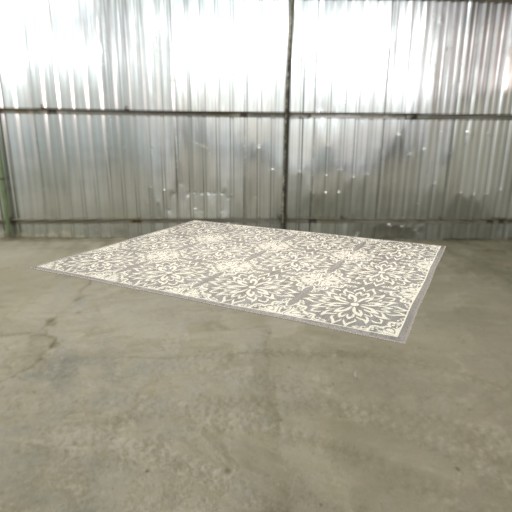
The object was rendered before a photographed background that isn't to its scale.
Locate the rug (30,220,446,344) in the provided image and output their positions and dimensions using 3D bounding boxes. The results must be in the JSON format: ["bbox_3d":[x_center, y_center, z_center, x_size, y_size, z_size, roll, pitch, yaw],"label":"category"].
[{"bbox_3d":[0.000,0.000,3.997,2.980,0.012,2.363,8,17,26],"label":"rug"}]
